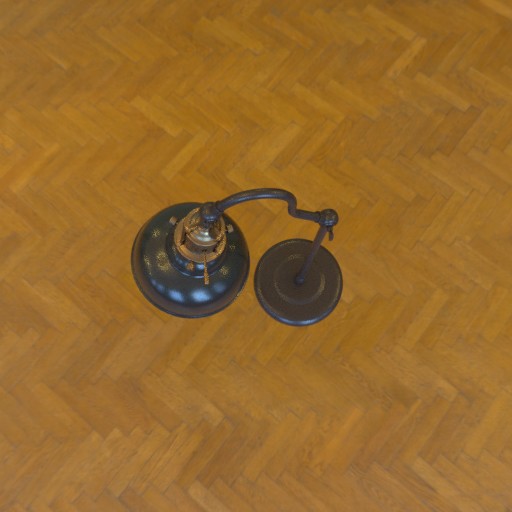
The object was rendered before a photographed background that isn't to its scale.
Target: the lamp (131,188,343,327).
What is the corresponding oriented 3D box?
[{"bbox_3d":[0.000,0.000,0.705,0.374,0.508,0.192,-7,75,-2],"label":"lamp"}]
